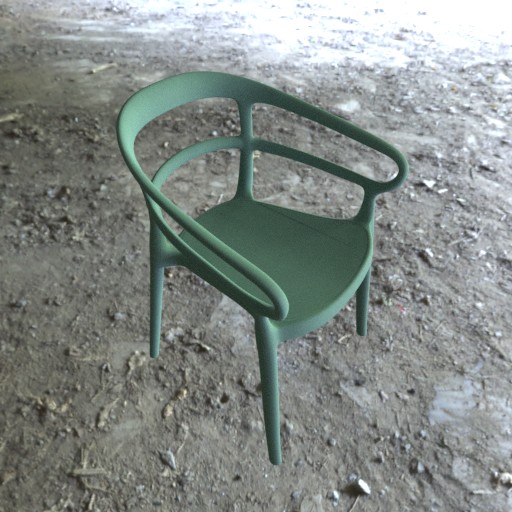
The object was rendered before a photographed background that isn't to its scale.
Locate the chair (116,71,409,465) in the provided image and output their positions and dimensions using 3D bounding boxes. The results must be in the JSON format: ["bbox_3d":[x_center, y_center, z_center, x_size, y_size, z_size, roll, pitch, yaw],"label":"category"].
[{"bbox_3d":[0.000,0.000,1.111,0.527,0.761,0.559,25,46,26],"label":"chair"}]
